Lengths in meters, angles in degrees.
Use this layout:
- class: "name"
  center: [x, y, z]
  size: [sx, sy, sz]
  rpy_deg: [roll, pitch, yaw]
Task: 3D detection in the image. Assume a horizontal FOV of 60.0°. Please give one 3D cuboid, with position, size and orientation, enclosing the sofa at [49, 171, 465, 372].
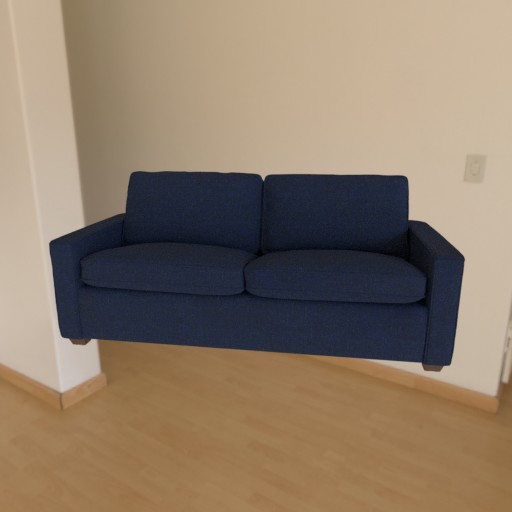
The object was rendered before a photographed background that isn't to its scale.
- class: "sofa"
  center: [0.000, 0.000, 2.597]
  size: [2.080, 0.919, 0.940]
  rpy_deg: [2, 16, 8]
